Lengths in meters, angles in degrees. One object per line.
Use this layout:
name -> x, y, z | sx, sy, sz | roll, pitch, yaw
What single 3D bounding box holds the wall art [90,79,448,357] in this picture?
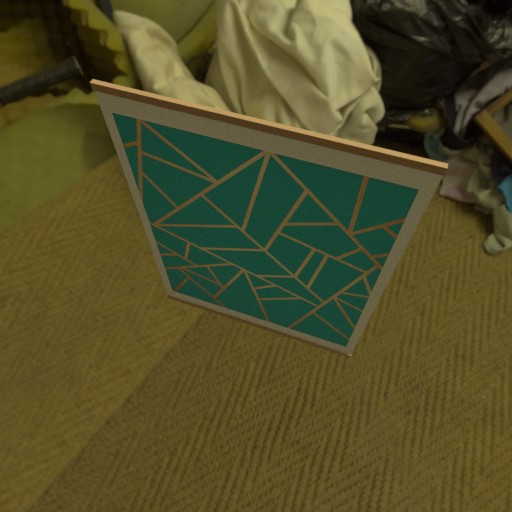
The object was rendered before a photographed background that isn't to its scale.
wall art -> 0.000, 0.000, 1.323 | 0.758, 1.016, 0.013 | 17, 59, 10
